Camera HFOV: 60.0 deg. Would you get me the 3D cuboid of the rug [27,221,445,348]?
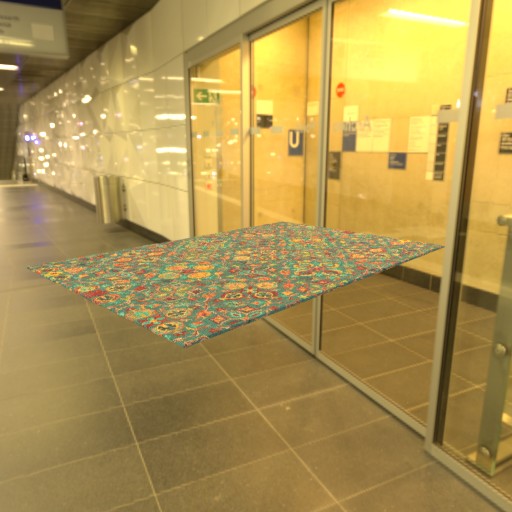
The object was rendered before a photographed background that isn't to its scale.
[{"bbox_3d":[0.000,0.000,2.873,1.527,0.016,2.290,13,19,43],"label":"rug"}]
